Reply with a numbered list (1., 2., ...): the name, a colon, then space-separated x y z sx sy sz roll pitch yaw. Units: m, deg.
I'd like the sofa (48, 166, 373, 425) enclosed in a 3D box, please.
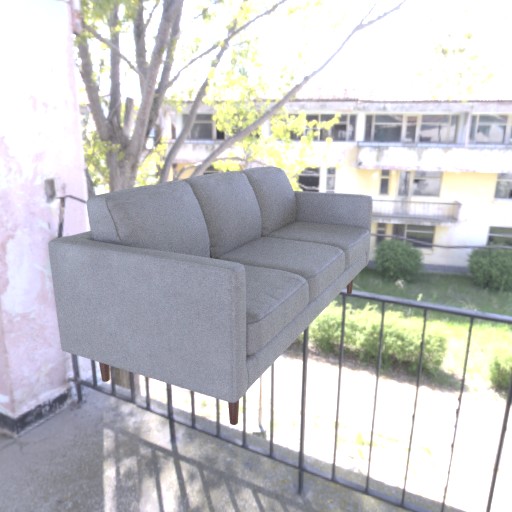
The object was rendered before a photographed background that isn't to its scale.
1. sofa: 0.000 0.000 2.555 0.944 0.918 1.983 8 17 26
